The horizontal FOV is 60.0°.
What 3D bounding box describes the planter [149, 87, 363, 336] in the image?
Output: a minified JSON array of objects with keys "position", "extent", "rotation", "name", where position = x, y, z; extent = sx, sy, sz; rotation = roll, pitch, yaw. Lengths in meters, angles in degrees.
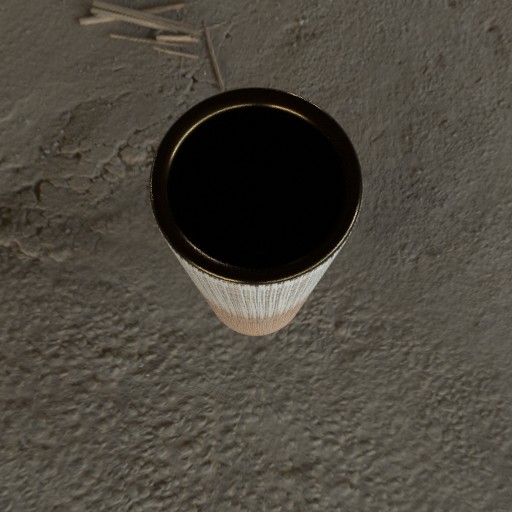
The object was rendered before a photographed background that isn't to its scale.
[{"position":[0.000,0.000,0.336],"extent":[0.099,0.278,0.099],"rotation":[21,76,5],"name":"planter"}]
